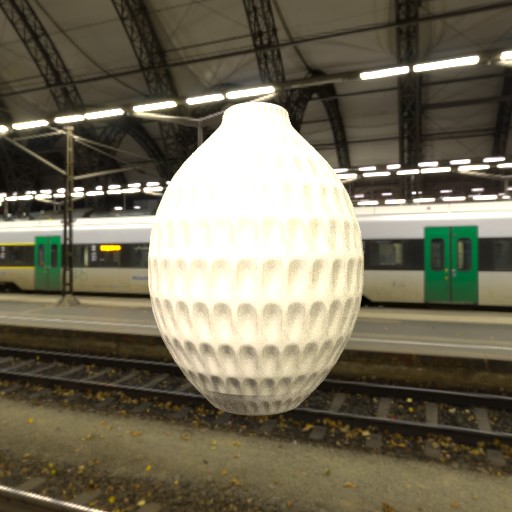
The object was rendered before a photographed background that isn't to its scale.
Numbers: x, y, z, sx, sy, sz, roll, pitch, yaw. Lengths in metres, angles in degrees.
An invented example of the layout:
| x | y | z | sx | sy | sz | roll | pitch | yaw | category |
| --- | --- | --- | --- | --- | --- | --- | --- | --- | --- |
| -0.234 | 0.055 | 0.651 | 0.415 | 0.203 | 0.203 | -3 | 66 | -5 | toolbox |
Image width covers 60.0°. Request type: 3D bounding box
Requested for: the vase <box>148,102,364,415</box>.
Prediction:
| x | y | z | sx | sy | sz | roll | pitch | yaw | category |
| --- | --- | --- | --- | --- | --- | --- | --- | --- | --- |
| 0.000 | 0.000 | 0.342 | 0.162 | 0.223 | 0.162 | 0 | 0 | 0 | vase |
